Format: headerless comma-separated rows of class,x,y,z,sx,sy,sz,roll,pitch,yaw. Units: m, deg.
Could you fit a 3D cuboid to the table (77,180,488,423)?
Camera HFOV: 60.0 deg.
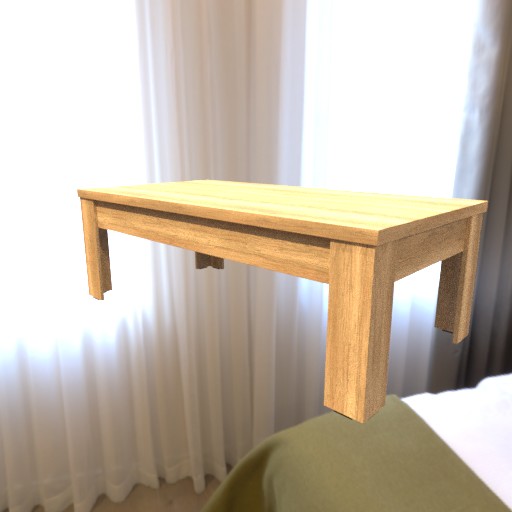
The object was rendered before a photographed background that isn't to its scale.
table,0.000,0.000,1.654,1.350,0.460,0.700,13,19,42
